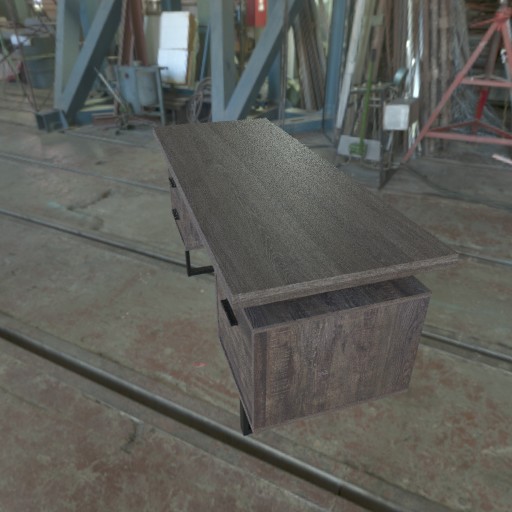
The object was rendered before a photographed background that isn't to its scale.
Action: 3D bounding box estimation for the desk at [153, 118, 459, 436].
[{"bbox_3d":[0.000,0.000,1.871,0.600,0.760,1.524,-9,32,-15],"label":"desk"}]
